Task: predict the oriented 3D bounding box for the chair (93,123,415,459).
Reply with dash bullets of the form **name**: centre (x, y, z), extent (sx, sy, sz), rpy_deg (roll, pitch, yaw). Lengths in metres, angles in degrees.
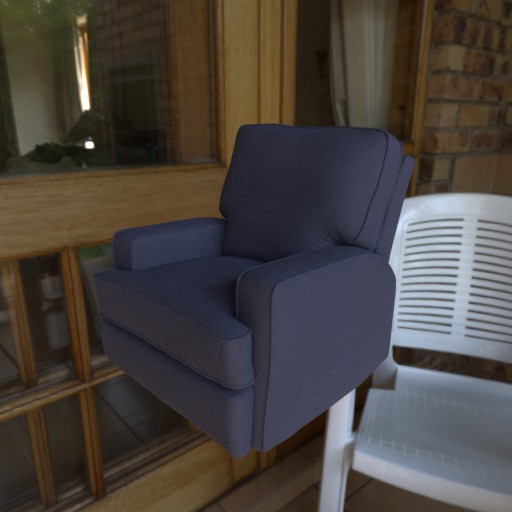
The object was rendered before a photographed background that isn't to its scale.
- **chair**: centre (0.000, 0.000, 1.679), extent (0.861, 0.962, 0.964), rpy_deg (16, 23, 42)
